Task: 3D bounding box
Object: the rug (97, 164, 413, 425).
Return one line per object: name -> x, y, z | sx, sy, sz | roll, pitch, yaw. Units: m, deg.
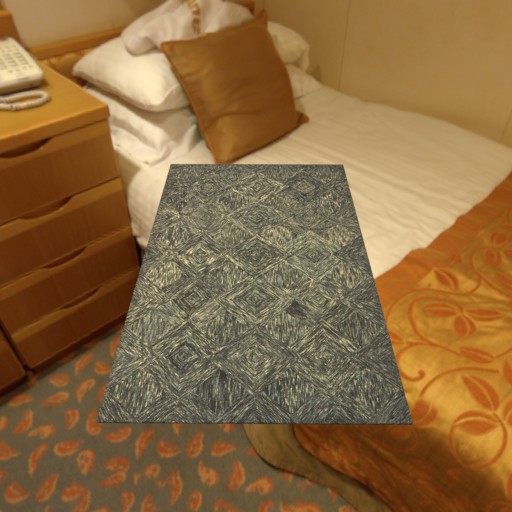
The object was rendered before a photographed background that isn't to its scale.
rug -> 0.000, 0.000, 2.929 | 1.478, 0.017, 2.330 | 0, 42, 0
